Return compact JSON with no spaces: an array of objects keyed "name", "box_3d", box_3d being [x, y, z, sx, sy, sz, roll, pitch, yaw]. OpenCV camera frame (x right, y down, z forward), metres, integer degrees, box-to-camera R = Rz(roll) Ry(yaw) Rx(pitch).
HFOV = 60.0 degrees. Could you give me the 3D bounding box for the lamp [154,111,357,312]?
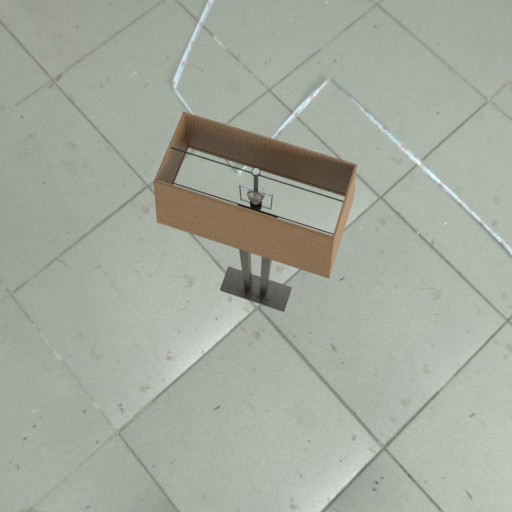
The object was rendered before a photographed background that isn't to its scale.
[{"name":"lamp","box_3d":[0.000,0.000,1.663,0.475,1.469,0.233,18,76,5]}]
